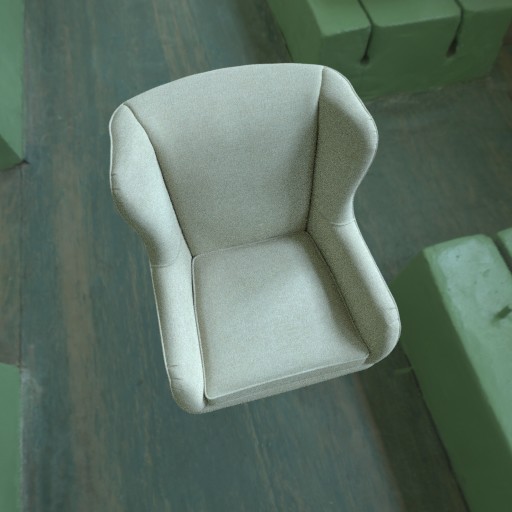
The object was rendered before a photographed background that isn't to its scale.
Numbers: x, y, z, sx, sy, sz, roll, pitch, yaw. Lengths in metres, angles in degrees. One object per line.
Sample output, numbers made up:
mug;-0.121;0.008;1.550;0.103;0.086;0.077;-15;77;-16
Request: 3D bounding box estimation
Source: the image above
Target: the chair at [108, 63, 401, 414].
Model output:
chair;0.000;0.000;1.732;0.838;1.040;0.966;-13;63;-7
